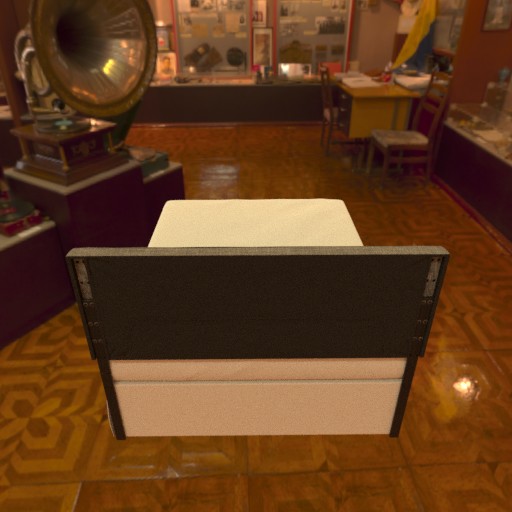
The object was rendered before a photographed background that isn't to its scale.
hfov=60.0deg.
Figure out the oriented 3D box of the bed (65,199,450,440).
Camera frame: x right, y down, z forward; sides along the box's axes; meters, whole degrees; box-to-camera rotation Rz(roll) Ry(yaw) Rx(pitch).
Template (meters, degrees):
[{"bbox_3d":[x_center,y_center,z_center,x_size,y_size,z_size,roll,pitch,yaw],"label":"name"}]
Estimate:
[{"bbox_3d":[0.000,0.000,2.949,1.621,1.168,1.958,0,31,-1],"label":"bed"}]
